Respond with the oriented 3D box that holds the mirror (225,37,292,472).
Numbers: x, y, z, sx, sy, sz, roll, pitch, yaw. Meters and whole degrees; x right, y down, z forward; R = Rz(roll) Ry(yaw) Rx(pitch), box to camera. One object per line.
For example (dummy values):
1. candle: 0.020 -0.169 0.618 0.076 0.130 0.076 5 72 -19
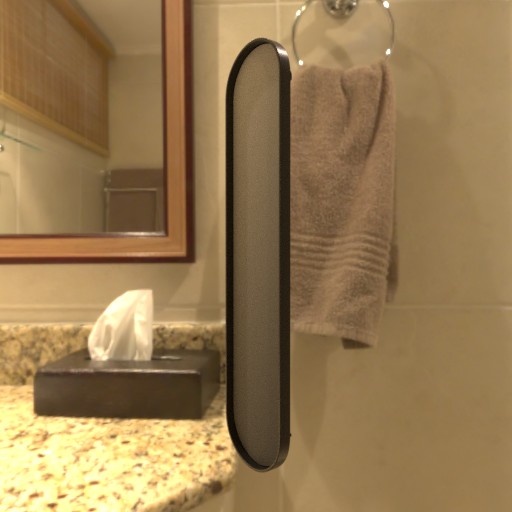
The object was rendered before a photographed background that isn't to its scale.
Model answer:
1. mirror: 0.000 0.000 1.037 0.032 0.991 0.222 0 1 -36
